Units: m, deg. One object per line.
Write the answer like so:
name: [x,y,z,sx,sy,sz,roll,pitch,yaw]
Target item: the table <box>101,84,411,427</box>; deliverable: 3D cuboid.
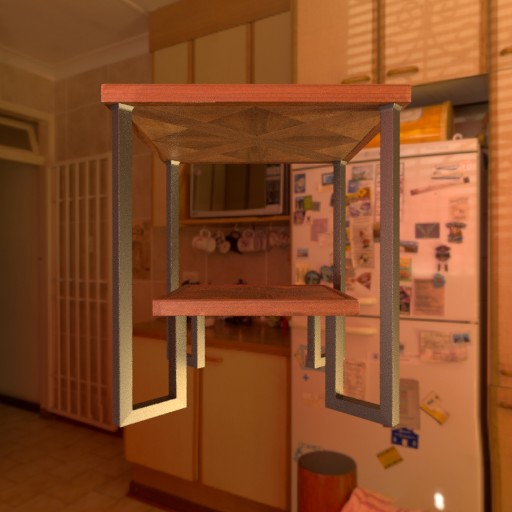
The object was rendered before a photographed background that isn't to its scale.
table: [0.000,0.000,0.972,0.503,0.563,0.503,0,0,0]
